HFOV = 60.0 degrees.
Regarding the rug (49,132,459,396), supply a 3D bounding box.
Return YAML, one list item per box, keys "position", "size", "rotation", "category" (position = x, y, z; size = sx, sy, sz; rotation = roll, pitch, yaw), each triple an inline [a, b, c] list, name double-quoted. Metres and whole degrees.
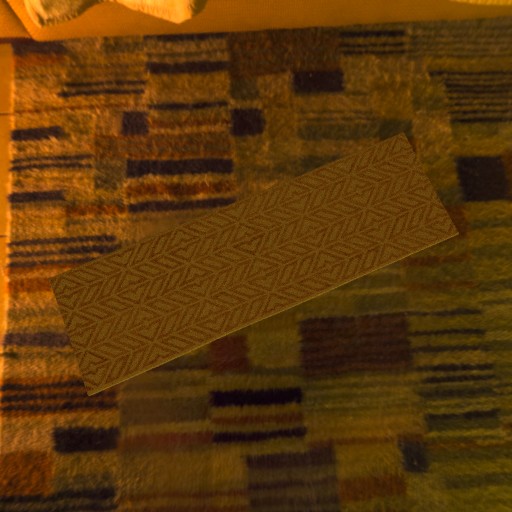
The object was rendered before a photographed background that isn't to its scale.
- position: [0.000, 0.000, 2.733]
  size: [2.435, 0.009, 0.750]
  rotation: [-23, 79, -5]
  category: "rug"
